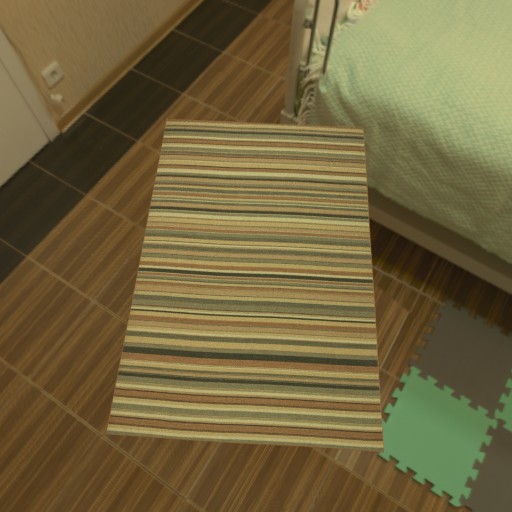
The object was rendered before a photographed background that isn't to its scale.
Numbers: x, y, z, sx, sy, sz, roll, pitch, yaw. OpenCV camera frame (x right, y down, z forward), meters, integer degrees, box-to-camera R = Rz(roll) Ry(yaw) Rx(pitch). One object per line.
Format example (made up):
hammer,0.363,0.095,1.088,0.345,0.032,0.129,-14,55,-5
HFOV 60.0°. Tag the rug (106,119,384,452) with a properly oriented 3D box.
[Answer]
rug,0.000,0.000,2.337,1.219,0.008,1.829,3,64,1
